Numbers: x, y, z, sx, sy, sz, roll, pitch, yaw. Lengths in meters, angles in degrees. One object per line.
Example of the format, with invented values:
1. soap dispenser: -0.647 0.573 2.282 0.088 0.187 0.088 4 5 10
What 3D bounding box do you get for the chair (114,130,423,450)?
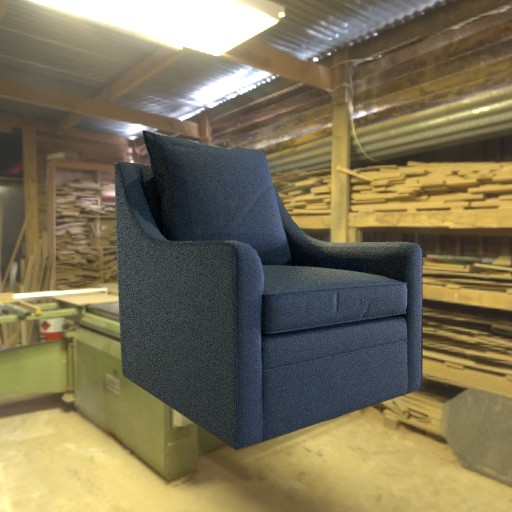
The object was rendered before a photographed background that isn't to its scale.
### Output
1. chair: 0.000 0.000 1.588 0.750 0.939 0.870 -1 2 -37
